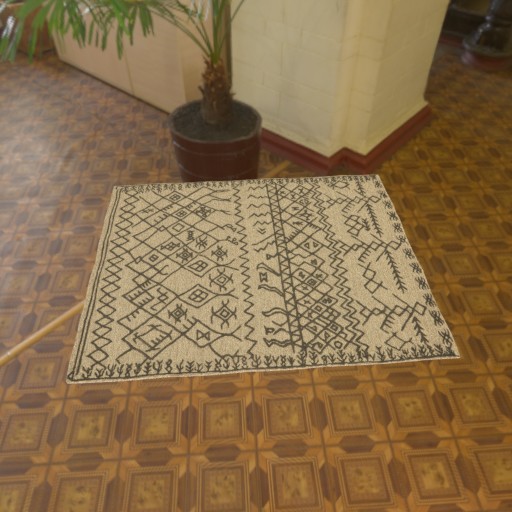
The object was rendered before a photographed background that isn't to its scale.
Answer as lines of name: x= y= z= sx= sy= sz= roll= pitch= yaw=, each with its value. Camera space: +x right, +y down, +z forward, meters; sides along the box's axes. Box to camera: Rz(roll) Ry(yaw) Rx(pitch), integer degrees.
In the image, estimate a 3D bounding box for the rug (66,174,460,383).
rug: x=0.000 y=0.000 z=3.397 sx=2.455 sy=0.025 sz=1.964 roll=-3 pitch=46 yaw=-3
